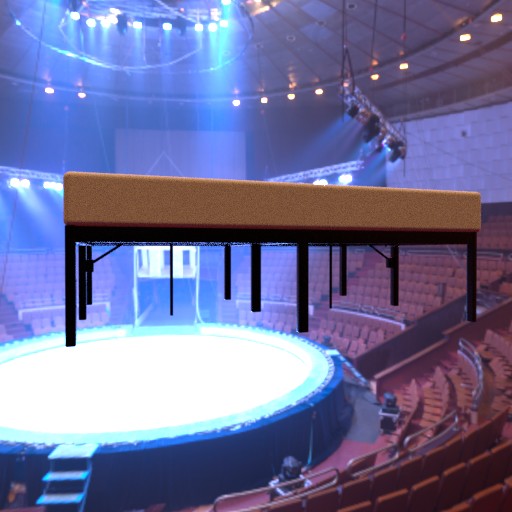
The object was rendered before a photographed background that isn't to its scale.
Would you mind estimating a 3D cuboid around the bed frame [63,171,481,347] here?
[{"bbox_3d":[0.000,0.000,2.609,1.956,0.659,1.408,0,1,-18],"label":"bed frame"}]
